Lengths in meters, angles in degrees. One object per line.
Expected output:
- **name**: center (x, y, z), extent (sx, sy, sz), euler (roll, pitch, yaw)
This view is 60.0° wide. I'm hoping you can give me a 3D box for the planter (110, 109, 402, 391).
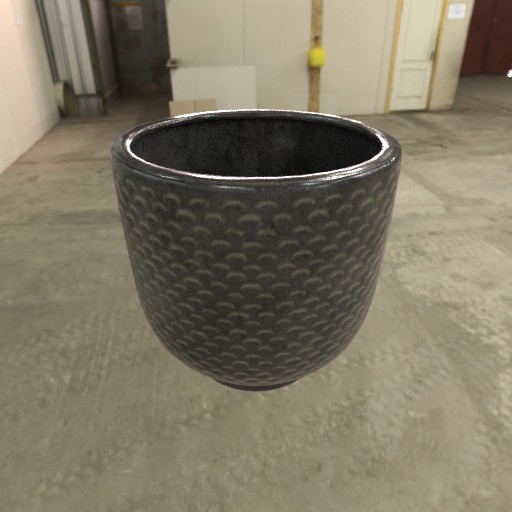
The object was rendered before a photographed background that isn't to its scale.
- **planter**: center (0.000, 0.000, 0.353), extent (0.197, 0.191, 0.197), euler (0, 29, 0)
